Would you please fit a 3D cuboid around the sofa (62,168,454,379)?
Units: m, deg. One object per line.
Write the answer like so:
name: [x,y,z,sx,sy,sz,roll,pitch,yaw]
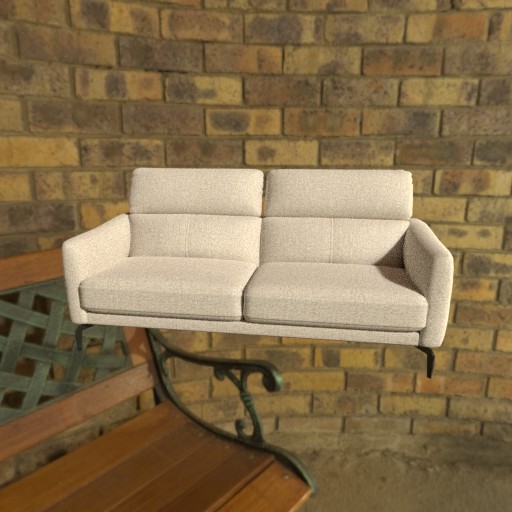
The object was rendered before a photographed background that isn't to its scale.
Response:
sofa: [0.000,0.000,2.557,2.015,0.956,0.856,2,14,9]
